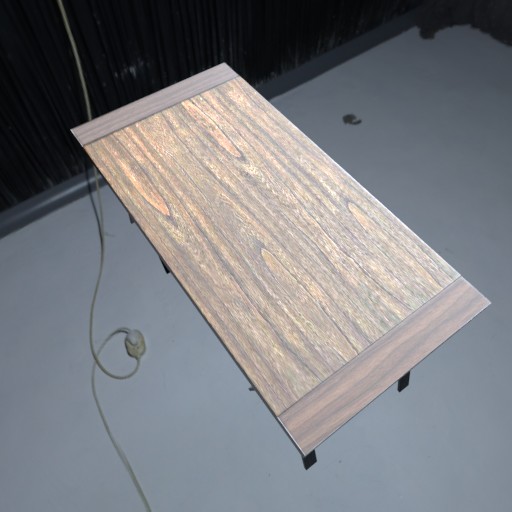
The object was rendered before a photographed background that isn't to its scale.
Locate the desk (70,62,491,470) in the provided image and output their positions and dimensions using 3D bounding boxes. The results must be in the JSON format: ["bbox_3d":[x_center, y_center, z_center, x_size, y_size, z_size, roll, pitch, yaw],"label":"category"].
[{"bbox_3d":[0.000,0.000,1.924,0.784,0.725,1.543,-32,63,-18],"label":"desk"}]
